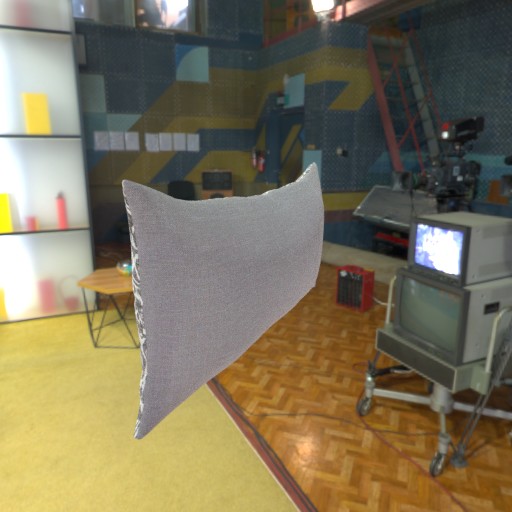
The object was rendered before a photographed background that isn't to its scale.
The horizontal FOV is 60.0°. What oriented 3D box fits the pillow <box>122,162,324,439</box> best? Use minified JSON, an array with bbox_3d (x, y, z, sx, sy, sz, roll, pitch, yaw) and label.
[{"bbox_3d":[0.000,0.000,0.740,0.148,0.290,0.631,6,15,25],"label":"pillow"}]
